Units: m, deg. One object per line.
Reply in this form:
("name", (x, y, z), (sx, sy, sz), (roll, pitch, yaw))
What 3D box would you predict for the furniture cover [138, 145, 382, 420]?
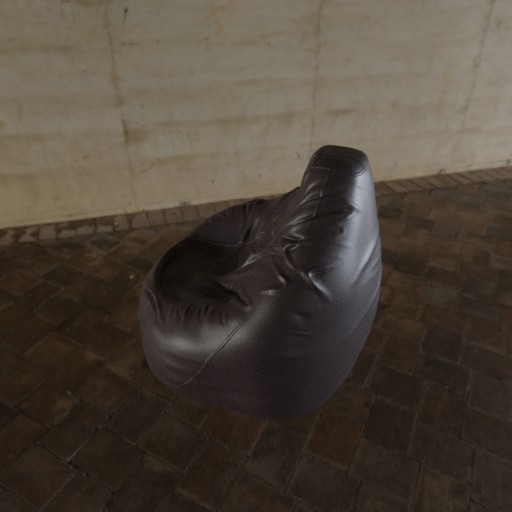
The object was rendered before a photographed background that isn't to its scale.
("furniture cover", (0.000, 0.000, 1.927), (1.070, 0.990, 1.070), (9, 33, 13))
